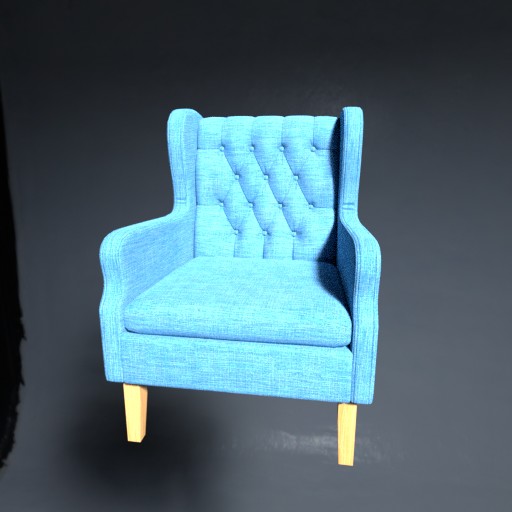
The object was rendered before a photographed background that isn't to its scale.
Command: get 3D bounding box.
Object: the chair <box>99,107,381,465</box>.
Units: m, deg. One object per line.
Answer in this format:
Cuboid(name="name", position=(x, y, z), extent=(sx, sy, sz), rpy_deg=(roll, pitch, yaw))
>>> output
Cuboid(name="chair", position=(0.000, 0.000, 1.453), extent=(0.711, 0.952, 0.775), rpy_deg=(2, 15, 9))
